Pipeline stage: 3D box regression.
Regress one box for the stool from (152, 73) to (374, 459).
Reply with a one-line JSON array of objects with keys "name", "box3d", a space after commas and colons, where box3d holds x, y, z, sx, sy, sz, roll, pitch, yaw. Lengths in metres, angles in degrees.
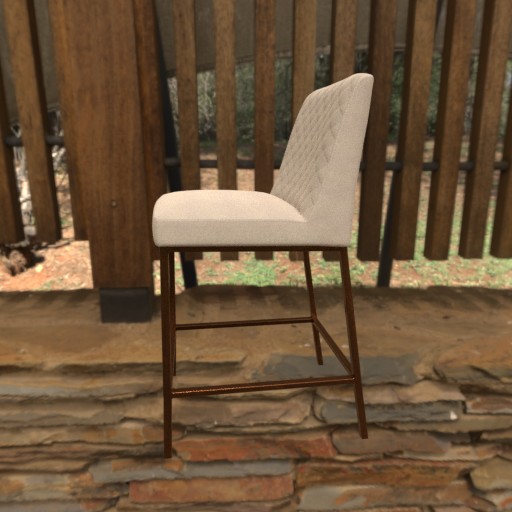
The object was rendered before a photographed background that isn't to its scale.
[{"name": "stool", "box3d": [0.000, 0.000, 1.312, 0.576, 0.973, 0.507, -2, 14, -8]}]
